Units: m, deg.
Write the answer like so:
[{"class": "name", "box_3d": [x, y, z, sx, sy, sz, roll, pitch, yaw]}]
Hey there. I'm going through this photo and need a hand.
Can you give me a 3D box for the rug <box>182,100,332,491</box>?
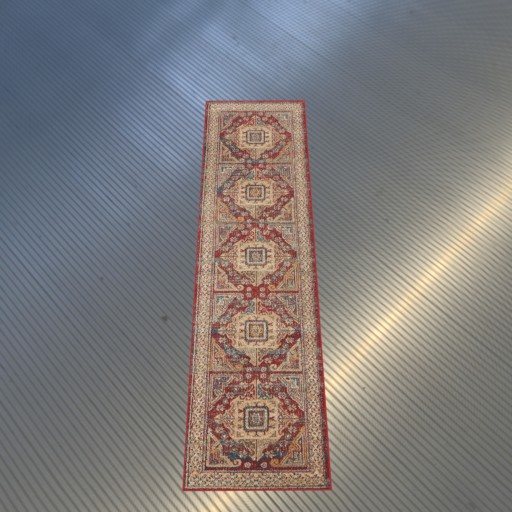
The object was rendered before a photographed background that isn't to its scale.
[{"class": "rug", "box_3d": [0.000, 0.000, 2.446, 0.659, 0.015, 2.292, 0, 64, 0]}]
